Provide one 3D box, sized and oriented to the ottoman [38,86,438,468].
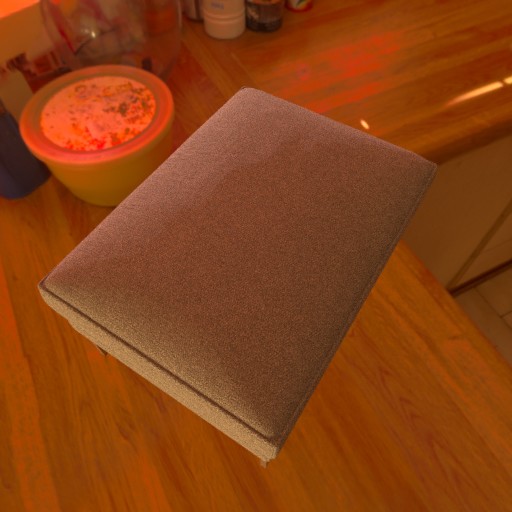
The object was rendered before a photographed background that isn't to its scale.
[{"bbox_3d":[0.000,0.000,1.122,0.583,0.464,0.785,28,61,17],"label":"ottoman"}]
